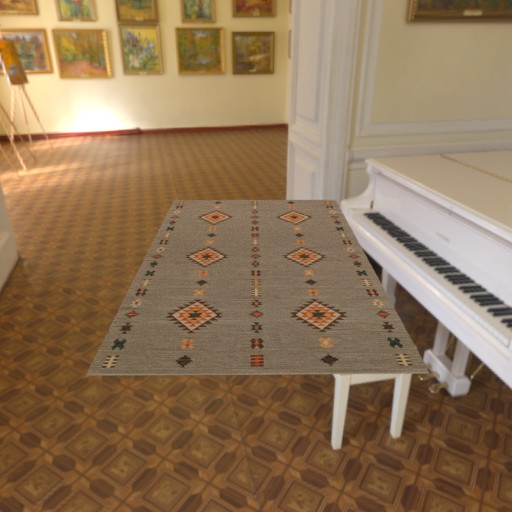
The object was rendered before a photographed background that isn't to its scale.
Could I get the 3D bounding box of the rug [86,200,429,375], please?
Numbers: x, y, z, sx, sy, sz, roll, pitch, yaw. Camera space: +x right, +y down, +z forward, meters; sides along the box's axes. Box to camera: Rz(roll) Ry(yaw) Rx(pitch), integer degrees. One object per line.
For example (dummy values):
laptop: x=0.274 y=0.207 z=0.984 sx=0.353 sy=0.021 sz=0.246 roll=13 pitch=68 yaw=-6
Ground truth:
rug: x=0.000 y=0.000 z=3.050 sx=1.515 sy=0.007 sz=2.427 roll=0 pitch=25 yaw=0
